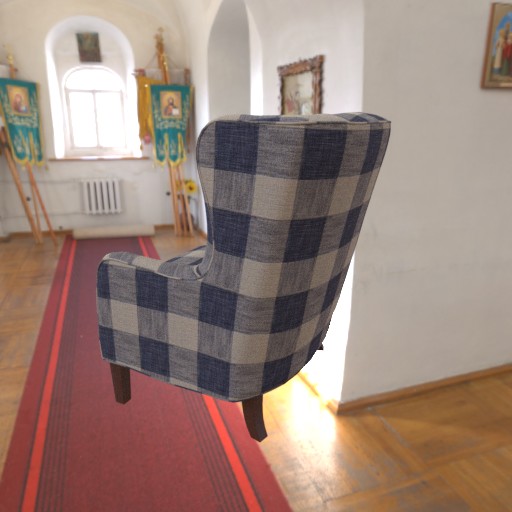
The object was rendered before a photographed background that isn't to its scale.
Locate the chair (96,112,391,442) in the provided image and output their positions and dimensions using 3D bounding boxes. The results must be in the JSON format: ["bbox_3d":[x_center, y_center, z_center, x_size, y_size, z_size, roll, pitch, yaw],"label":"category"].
[{"bbox_3d":[0.000,0.000,1.691,0.889,1.041,0.830,8,19,24],"label":"chair"}]
